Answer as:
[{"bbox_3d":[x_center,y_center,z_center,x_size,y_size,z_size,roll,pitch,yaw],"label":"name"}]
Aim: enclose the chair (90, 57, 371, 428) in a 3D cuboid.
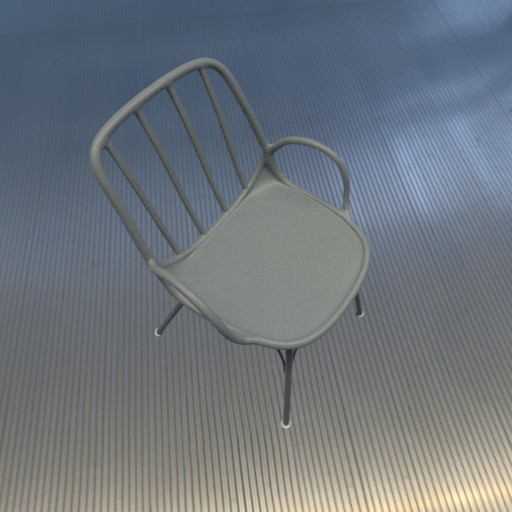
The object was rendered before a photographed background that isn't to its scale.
[{"bbox_3d":[0.000,0.000,1.209,0.597,0.816,0.549,32,63,18],"label":"chair"}]
